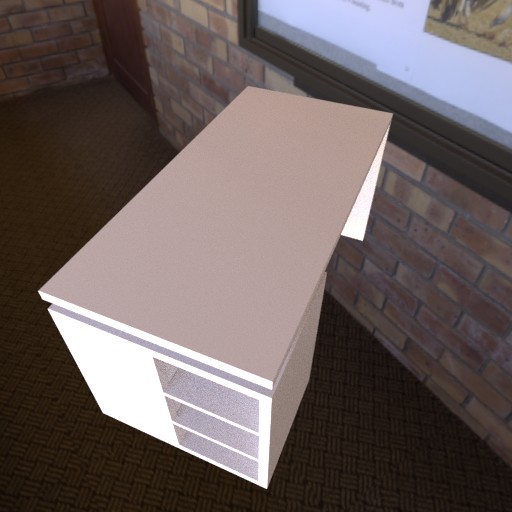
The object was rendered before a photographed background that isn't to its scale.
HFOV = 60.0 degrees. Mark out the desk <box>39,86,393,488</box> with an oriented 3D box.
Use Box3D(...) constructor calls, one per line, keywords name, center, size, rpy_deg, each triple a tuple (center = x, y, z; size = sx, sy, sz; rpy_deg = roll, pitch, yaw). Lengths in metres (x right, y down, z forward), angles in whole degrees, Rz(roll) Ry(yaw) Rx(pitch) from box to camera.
Box3D(name="desk", center=(0.000, 0.000, 1.829), size=(0.690, 0.740, 1.400), rpy_deg=(17, 47, 16))
